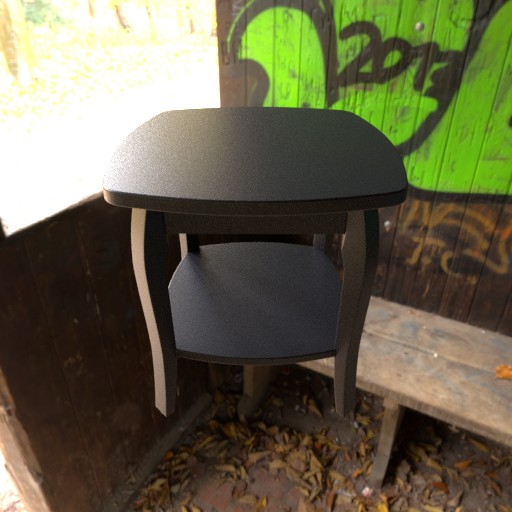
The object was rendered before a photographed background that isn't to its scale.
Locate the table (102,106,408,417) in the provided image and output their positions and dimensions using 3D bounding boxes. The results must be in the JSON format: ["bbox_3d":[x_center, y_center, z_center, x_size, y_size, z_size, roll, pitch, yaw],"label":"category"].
[{"bbox_3d":[0.000,0.000,0.867,0.457,0.457,0.508,0,31,0],"label":"table"}]
